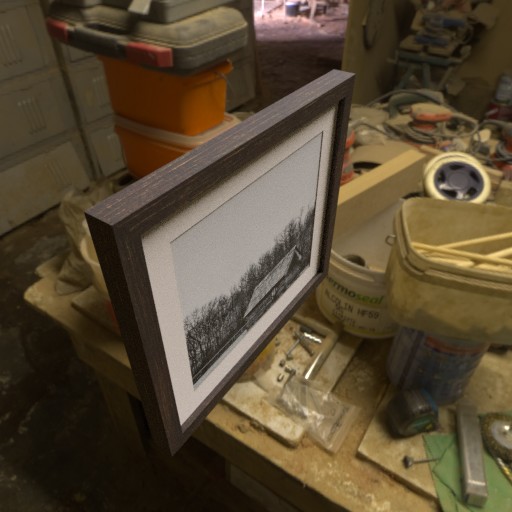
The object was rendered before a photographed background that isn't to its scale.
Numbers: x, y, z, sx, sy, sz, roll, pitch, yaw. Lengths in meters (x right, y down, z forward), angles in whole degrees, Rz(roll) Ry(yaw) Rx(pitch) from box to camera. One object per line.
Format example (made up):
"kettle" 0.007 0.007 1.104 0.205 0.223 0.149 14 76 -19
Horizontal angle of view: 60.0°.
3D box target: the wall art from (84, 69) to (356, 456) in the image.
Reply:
"wall art" 0.000 0.000 0.533 0.031 0.330 0.381 24 46 26
